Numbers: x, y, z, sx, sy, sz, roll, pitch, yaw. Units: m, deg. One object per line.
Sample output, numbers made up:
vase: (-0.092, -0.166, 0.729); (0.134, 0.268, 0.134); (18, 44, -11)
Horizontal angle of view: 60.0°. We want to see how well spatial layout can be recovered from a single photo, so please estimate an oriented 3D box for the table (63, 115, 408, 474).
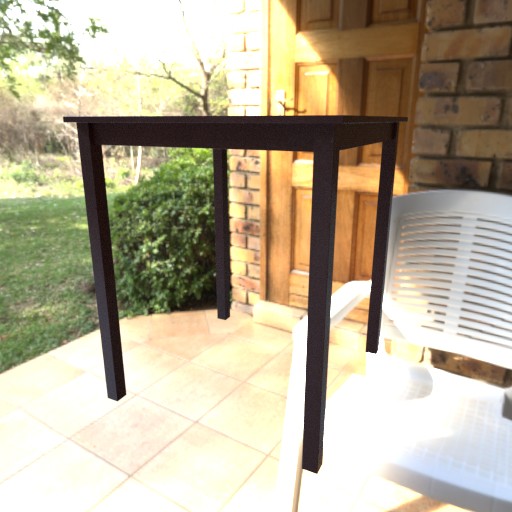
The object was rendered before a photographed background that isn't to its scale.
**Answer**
table: (0.000, 0.000, 1.653); (0.861, 0.991, 0.861); (9, 19, 26)
